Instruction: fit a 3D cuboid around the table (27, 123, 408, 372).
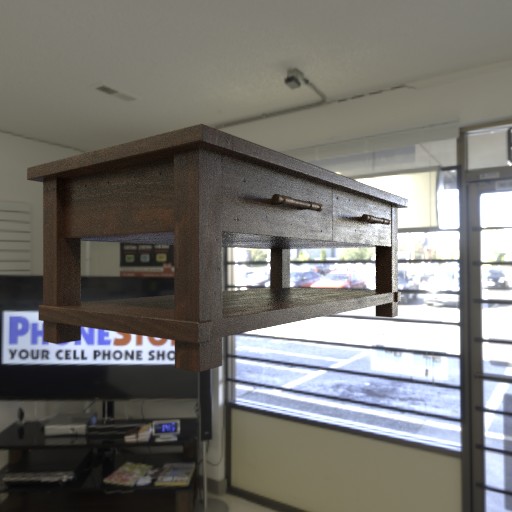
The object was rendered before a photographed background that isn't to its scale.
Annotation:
[{"bbox_3d":[0.000,0.000,1.565,0.700,0.494,1.270,-1,-1,36],"label":"table"}]
